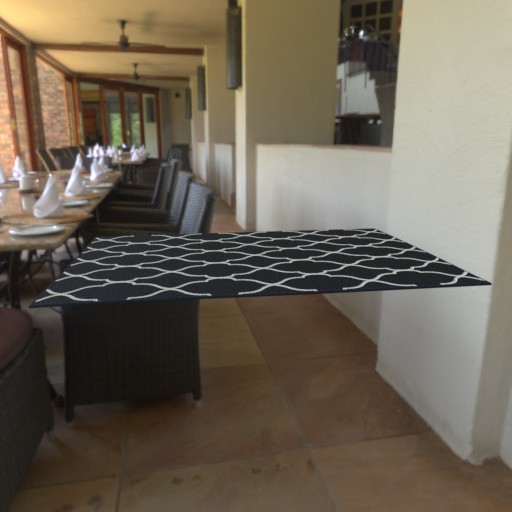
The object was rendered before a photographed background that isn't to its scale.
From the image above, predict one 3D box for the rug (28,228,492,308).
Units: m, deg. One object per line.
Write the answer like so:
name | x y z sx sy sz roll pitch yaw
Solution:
rug | 0.000 0.000 2.875 2.290 0.014 1.526 -2 15 -8
